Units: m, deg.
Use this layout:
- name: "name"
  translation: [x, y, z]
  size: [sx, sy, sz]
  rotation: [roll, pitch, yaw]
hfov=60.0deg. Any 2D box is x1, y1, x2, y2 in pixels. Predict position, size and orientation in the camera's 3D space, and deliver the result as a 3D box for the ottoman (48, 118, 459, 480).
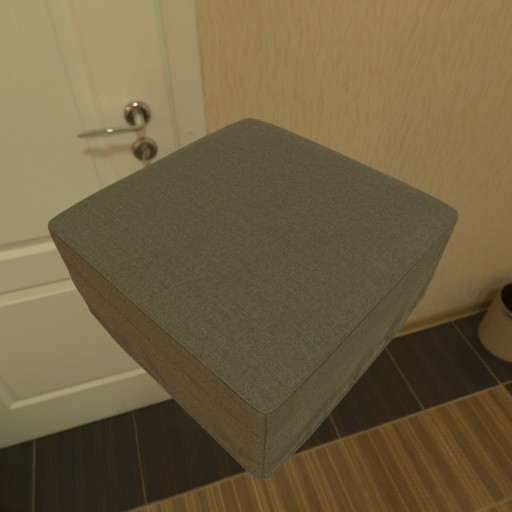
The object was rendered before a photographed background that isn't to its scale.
- name: "ottoman"
  translation: [0.000, 0.000, 1.339]
  size: [0.840, 0.436, 0.843]
  rotation: [33, 54, 29]
